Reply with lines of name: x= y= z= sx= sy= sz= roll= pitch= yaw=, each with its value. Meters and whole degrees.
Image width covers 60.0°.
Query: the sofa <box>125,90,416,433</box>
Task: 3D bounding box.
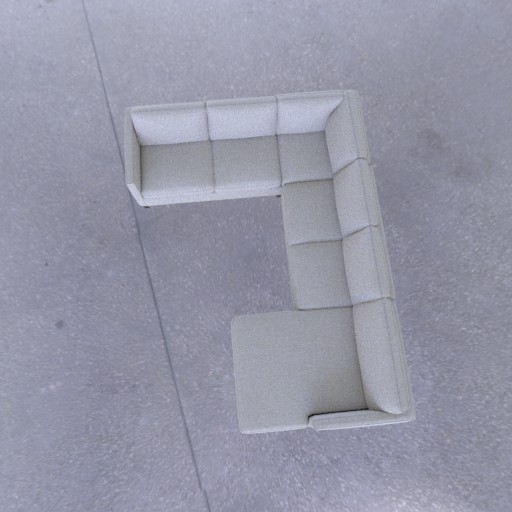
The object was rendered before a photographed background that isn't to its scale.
sofa: x=0.000 y=0.000 z=4.524 sx=2.551 sy=0.889 sz=3.403 roll=-5 pitch=74 yaw=-1
